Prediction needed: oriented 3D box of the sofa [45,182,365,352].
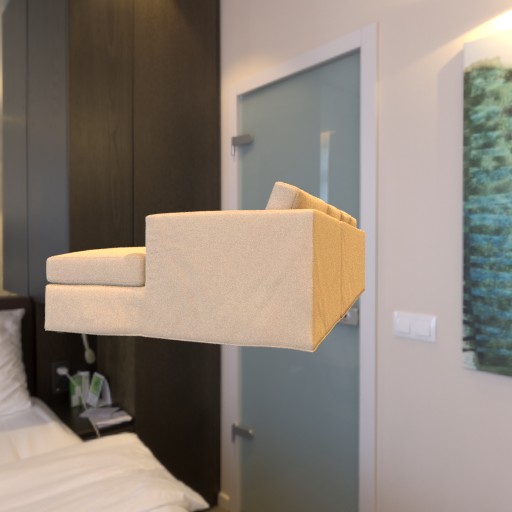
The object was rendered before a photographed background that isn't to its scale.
[{"bbox_3d":[0.000,0.000,3.849,1.622,0.871,3.206,0,1,18],"label":"sofa"}]
